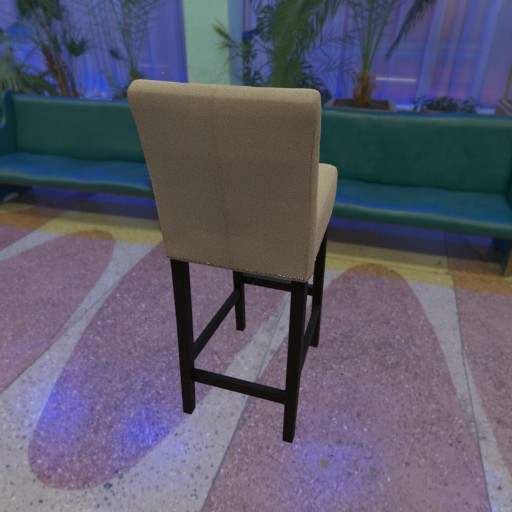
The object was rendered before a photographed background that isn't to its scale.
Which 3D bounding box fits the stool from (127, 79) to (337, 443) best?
[{"bbox_3d":[0.000,0.000,1.331,0.411,1.047,0.548,9,32,16],"label":"stool"}]
